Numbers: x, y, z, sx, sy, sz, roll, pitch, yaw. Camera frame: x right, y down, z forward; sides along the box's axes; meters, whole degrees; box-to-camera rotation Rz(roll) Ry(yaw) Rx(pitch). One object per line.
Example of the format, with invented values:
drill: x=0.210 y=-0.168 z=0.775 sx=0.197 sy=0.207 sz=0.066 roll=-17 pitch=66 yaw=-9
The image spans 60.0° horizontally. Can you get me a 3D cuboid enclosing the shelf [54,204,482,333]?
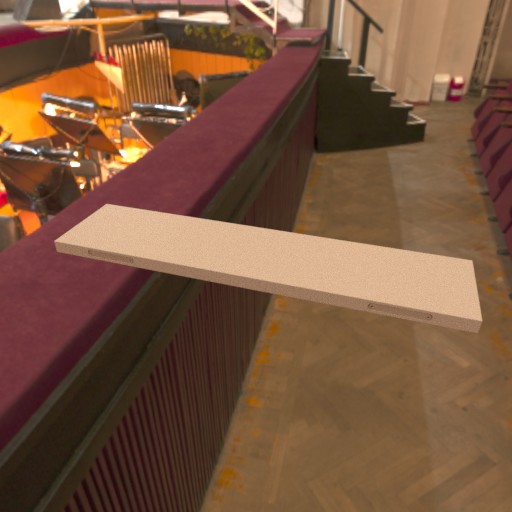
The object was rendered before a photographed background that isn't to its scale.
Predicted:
shelf: x=0.000 y=0.000 z=0.666 sx=0.610 sy=0.020 sz=0.140 roll=10 pitch=34 yaw=15
